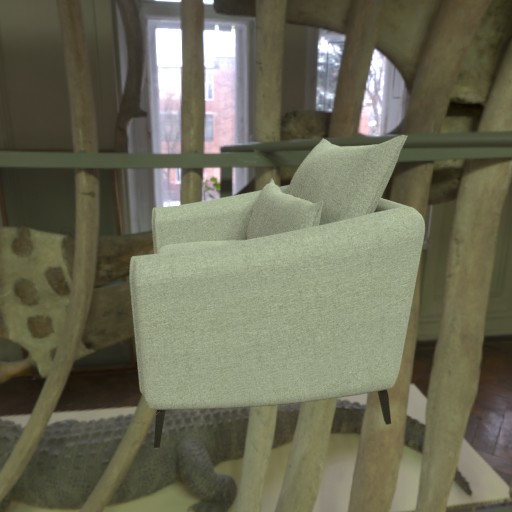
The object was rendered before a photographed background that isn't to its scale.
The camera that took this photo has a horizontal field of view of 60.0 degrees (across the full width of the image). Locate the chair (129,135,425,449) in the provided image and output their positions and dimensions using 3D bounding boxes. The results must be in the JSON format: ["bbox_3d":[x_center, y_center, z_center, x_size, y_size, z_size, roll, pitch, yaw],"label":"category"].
[{"bbox_3d":[0.000,0.000,1.633,0.801,0.856,1.029,-2,15,-9],"label":"chair"}]
